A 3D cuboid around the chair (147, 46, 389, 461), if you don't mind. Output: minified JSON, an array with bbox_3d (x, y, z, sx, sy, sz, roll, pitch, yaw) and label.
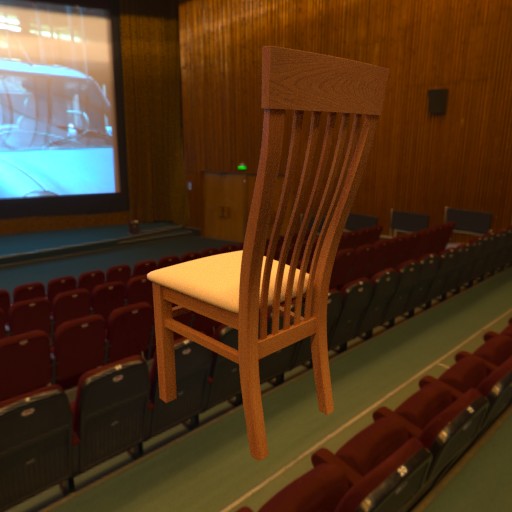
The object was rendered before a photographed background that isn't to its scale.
[{"bbox_3d":[0.000,0.000,1.352,0.450,1.050,0.580,-14,20,-42],"label":"chair"}]
